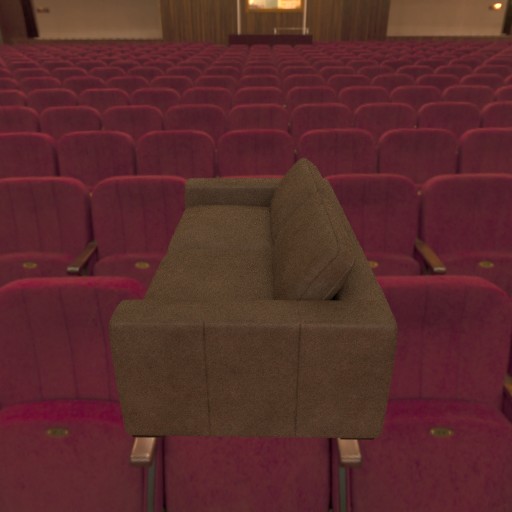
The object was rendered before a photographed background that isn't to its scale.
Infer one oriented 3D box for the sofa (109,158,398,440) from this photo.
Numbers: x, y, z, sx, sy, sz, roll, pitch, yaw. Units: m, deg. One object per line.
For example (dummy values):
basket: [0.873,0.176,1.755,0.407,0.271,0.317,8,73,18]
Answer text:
sofa: [0.000,0.000,2.493,1.070,0.800,1.920,0,25,1]
